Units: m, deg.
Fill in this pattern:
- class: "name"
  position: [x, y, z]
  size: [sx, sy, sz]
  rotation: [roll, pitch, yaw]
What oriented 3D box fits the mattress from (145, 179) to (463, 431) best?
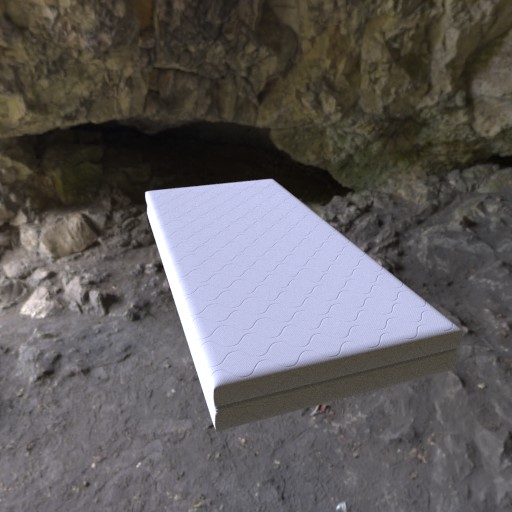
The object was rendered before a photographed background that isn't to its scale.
- class: "mattress"
  position: [0.000, 0.000, 2.256]
  size: [0.900, 0.200, 1.900]
  rotation: [-9, 28, -16]
